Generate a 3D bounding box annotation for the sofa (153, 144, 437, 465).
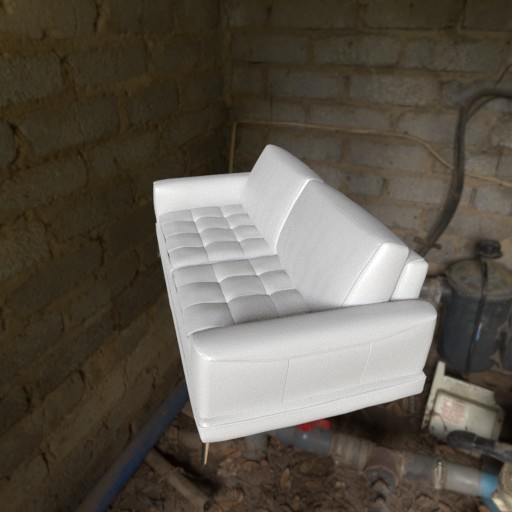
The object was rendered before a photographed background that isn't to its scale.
[{"bbox_3d":[0.000,0.000,2.731,1.121,0.930,2.177,-8,29,-14],"label":"sofa"}]
